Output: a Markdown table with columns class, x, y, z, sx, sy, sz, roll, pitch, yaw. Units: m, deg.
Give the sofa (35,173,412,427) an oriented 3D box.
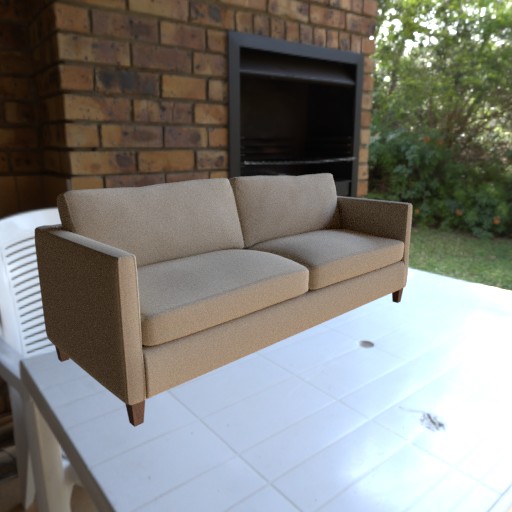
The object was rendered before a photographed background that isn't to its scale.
| class | x | y | z | sx | sy | sz | roll | pitch | yaw |
| --- | --- | --- | --- | --- | --- | --- | --- | --- | --- |
| sofa | 0.000 | 0.000 | 2.836 | 2.361 | 0.968 | 0.951 | -13 | 19 | -42 |
